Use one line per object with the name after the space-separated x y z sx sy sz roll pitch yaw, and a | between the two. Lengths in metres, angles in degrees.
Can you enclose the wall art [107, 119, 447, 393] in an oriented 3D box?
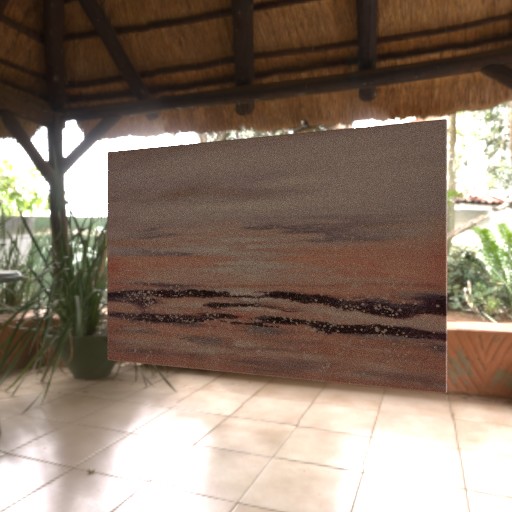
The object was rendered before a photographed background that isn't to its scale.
0.000 0.000 1.154 0.913 0.609 0.038 0 0 20 | wall art
